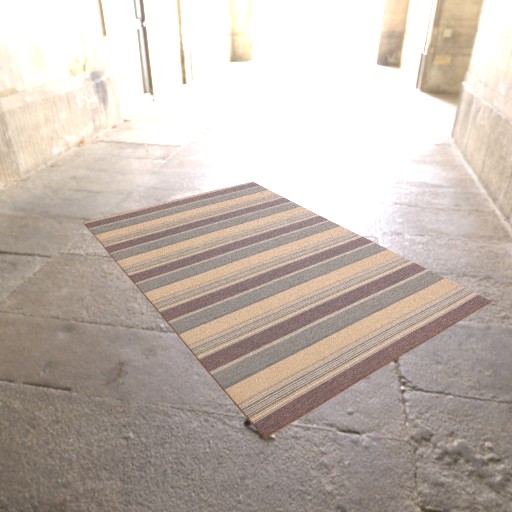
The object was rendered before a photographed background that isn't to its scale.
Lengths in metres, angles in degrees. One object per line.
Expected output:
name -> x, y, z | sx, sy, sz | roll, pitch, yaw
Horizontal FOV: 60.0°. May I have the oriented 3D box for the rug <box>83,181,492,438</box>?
rug -> 0.000, 0.000, 2.268 | 1.219, 0.008, 1.829 | -19, 35, -30
